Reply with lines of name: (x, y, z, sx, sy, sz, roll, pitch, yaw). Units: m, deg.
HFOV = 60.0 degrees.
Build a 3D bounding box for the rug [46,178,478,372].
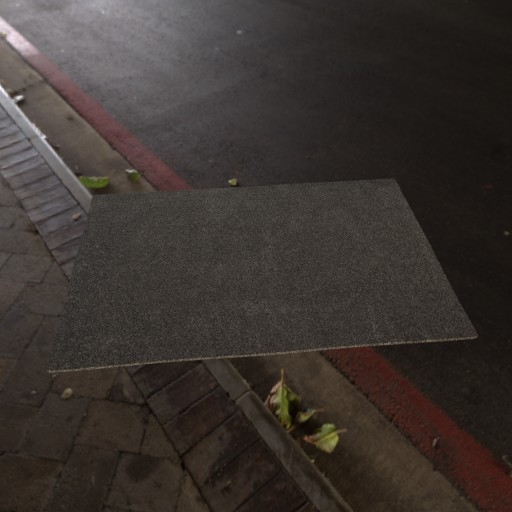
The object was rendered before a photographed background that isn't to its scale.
rug: (0.000, 0.000, 2.918, 2.350, 0.025, 1.502, -4, 46, -4)
